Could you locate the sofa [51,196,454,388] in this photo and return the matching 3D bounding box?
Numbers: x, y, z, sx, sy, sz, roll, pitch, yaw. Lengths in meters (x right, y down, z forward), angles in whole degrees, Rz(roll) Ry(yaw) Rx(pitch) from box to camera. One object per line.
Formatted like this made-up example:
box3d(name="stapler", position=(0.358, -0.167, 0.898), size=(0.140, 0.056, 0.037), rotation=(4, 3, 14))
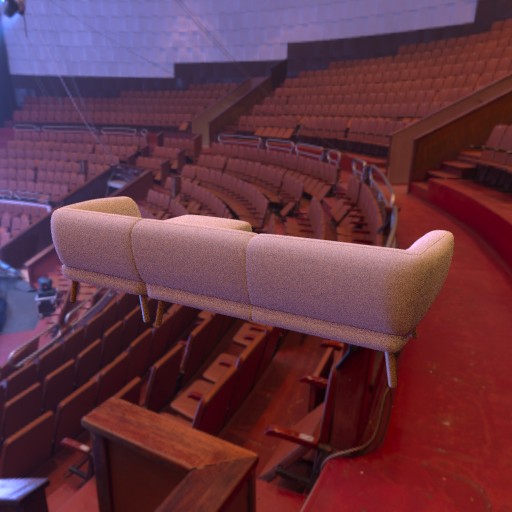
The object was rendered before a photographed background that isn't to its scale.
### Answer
box3d(name="sofa", position=(0.000, 0.000, 3.265), size=(2.660, 0.730, 1.610), rotation=(9, 18, 27))
